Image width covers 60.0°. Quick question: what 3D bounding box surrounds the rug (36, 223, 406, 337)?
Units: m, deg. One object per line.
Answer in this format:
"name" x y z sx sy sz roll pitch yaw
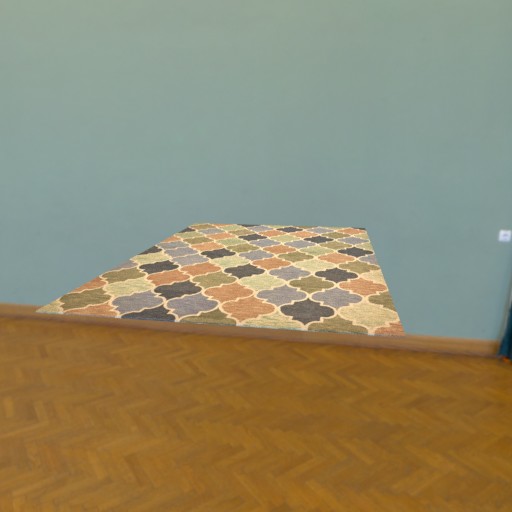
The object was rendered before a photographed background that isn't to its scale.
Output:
"rug" 0.000 0.000 2.290 1.216 0.006 1.828 2 14 9
